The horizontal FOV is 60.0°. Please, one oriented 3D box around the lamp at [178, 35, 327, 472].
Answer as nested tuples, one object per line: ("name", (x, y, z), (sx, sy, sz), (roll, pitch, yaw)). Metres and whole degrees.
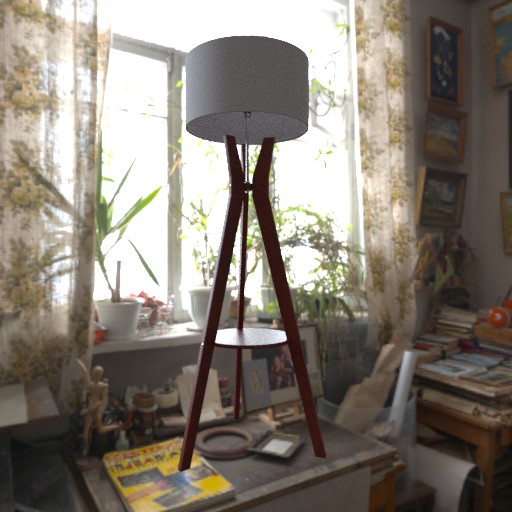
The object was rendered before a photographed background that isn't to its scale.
("lamp", (0.000, 0.000, 1.702), (0.542, 1.472, 0.539), (0, 1, 19))
